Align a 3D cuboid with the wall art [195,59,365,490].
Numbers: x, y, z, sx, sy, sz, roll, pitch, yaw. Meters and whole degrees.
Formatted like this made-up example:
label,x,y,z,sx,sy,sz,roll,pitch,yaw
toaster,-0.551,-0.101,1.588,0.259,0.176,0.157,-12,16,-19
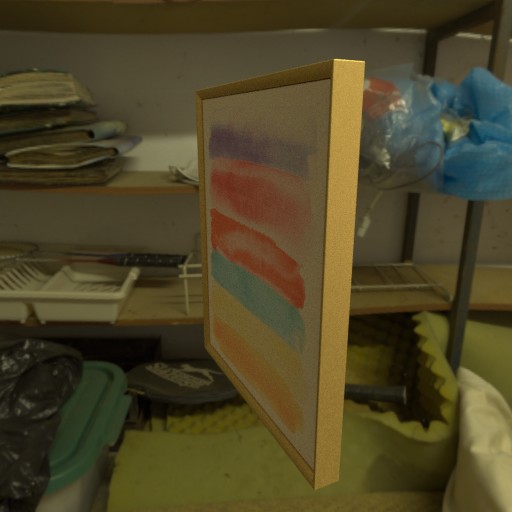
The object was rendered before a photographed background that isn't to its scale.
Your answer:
label,x,y,z,sx,sy,sz,roll,pitch,yaw
wall art,0.000,0.000,0.867,0.048,0.642,0.537,-8,18,-24
